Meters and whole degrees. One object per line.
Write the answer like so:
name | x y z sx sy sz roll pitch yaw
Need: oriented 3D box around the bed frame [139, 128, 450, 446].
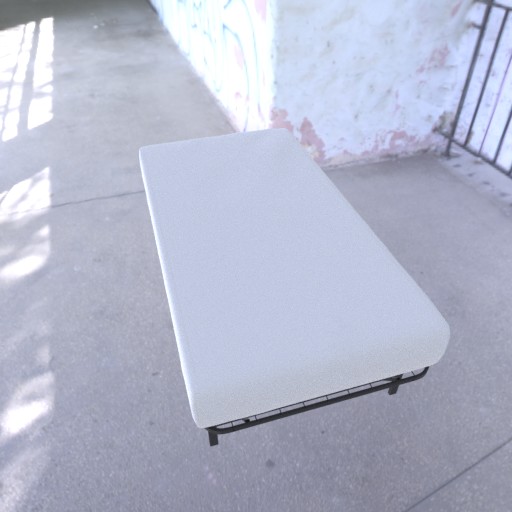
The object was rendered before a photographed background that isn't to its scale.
bed frame | 0.000 0.000 2.425 1.025 0.640 1.908 -11 42 -13
